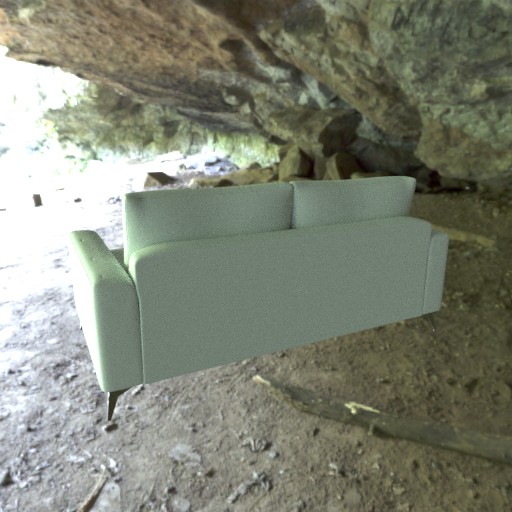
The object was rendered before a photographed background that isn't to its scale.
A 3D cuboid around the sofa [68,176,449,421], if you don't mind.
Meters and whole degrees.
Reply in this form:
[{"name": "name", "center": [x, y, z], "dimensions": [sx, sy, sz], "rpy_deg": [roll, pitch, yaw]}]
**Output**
[{"name": "sofa", "center": [0.000, 0.000, 2.194], "dimensions": [1.650, 0.790, 0.920], "rpy_deg": [-8, 18, -26]}]
